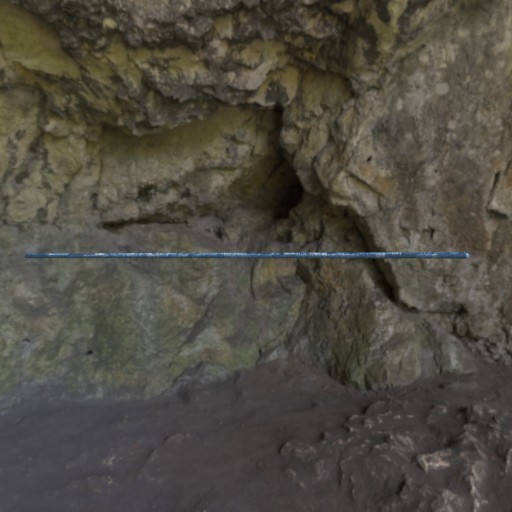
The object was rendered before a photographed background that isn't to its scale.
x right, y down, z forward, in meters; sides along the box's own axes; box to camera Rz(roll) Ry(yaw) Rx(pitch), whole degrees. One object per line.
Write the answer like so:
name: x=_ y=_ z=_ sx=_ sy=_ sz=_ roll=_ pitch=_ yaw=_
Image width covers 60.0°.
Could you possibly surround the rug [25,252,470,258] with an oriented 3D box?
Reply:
rug: x=0.000 y=0.000 z=2.990 sx=2.450 sy=0.027 sz=1.540 roll=0 pitch=0 yaw=19
